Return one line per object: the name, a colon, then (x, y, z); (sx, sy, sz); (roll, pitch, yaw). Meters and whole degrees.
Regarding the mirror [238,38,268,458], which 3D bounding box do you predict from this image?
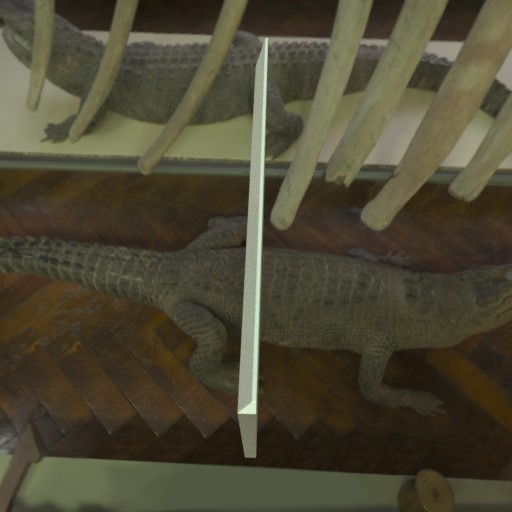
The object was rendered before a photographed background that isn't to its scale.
mirror: (0.000, 0.000, 1.131); (0.030, 0.630, 0.870); (2, 59, 1)
